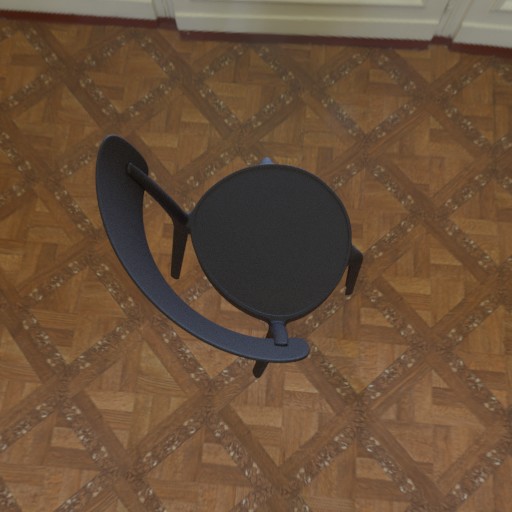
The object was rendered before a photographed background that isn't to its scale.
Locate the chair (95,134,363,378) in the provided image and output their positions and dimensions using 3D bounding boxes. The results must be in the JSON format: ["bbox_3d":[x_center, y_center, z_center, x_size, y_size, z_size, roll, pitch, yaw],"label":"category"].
[{"bbox_3d":[0.000,0.000,1.112,0.491,0.790,0.506,-40,78,-10],"label":"chair"}]
